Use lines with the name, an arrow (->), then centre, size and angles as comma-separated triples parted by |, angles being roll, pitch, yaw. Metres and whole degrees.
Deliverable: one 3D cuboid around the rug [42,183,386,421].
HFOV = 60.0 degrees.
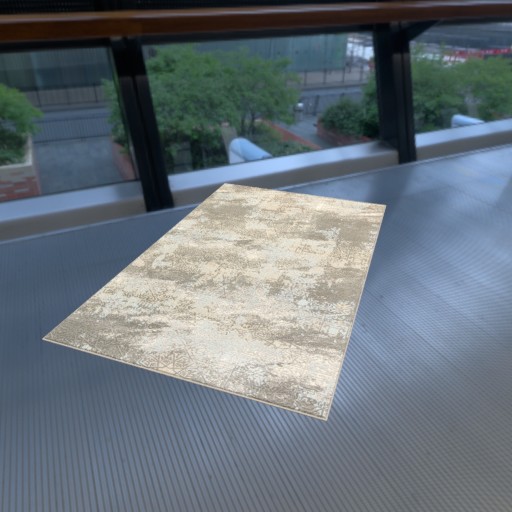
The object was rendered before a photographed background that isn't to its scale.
rug -> 0.000, 0.000, 3.116 | 1.536, 0.012, 2.431 | 10, 32, 17
